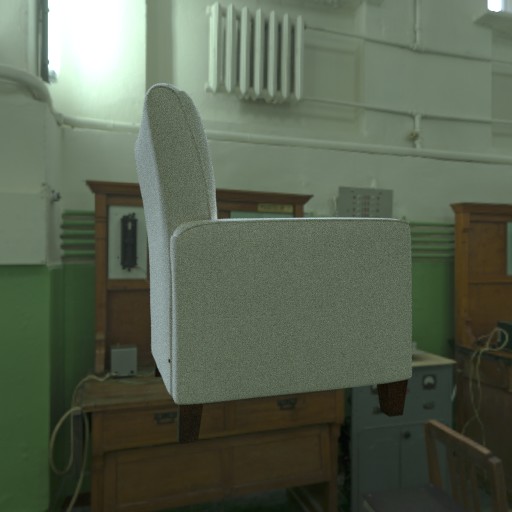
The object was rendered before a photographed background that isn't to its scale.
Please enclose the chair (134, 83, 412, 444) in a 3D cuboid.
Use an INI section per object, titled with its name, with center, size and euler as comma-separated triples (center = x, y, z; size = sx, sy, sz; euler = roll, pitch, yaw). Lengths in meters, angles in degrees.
[chair]
center = 0.000, 0.000, 1.664
size = 0.858, 1.028, 0.841
euler = 0, 0, -18
